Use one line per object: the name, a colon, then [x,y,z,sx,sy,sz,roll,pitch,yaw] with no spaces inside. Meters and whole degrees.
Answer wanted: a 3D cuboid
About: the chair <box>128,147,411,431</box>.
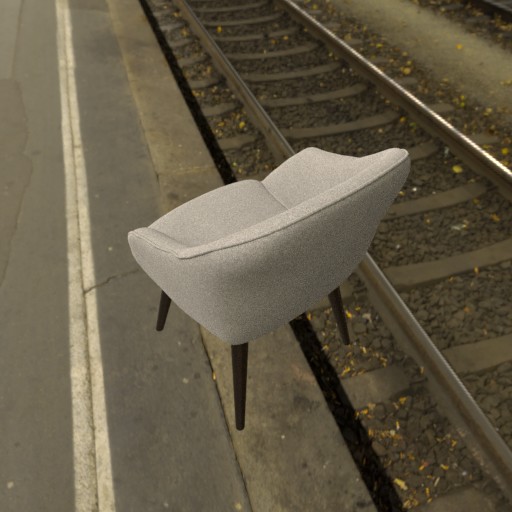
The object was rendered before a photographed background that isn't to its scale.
chair: [0.000,0.000,1.236,0.589,0.810,0.611,-30,52,-27]
